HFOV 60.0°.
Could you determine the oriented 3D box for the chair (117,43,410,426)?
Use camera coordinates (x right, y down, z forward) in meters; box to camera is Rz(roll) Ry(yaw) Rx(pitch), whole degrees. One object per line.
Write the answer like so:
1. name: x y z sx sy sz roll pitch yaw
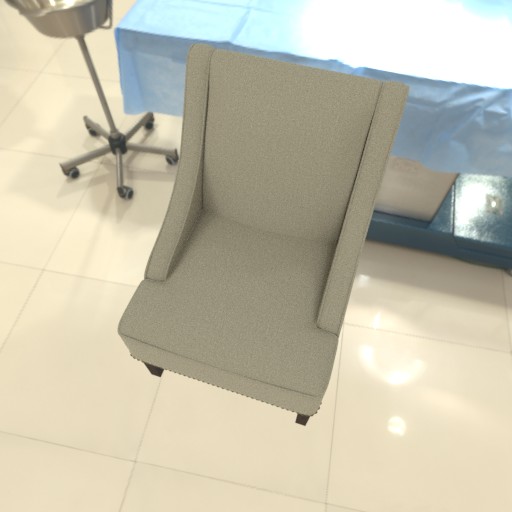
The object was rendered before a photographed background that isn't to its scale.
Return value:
1. chair: 0.000 0.000 1.356 0.610 0.864 0.737 15 58 10
